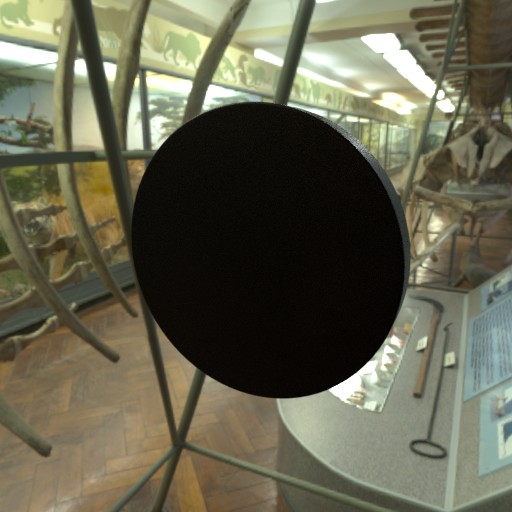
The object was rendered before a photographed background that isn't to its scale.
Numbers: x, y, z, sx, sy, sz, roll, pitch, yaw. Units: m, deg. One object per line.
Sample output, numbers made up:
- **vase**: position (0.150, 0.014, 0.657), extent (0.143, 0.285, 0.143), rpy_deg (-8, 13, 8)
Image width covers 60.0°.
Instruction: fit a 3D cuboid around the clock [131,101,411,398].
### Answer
- **clock**: position (0.000, 0.000, 0.479), extent (0.314, 0.314, 0.040), rpy_deg (7, 16, 26)
